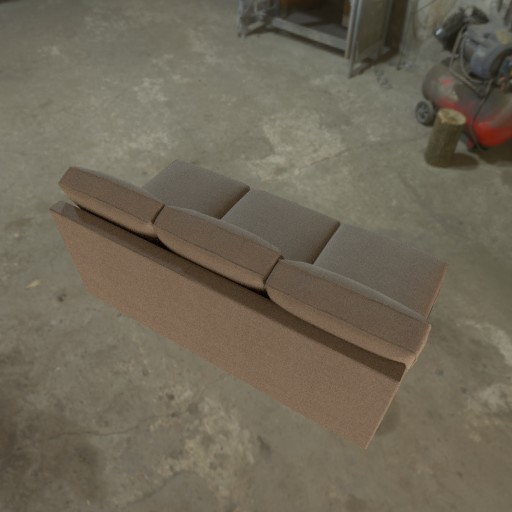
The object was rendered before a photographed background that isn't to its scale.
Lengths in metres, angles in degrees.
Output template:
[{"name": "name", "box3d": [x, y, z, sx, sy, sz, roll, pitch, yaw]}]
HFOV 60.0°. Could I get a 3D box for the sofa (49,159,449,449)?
[{"name": "sofa", "box3d": [0.000, 0.000, 2.702, 2.092, 1.036, 1.127, 24, 52, 21]}]
